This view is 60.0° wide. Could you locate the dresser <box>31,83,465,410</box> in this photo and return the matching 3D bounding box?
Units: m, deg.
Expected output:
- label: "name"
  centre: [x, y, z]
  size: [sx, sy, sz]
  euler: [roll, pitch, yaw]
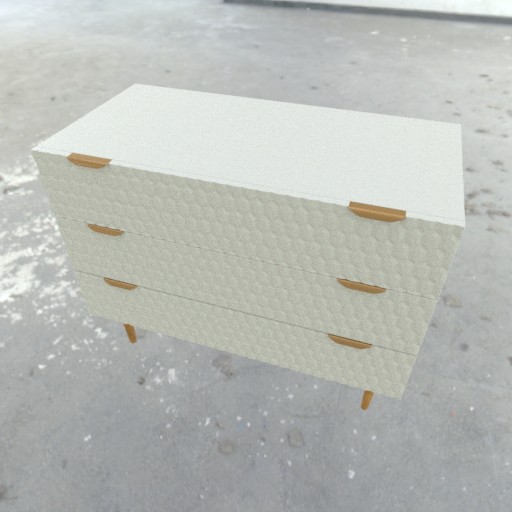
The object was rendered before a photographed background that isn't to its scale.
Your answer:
- label: "dresser"
  centre: [0.000, 0.000, 1.261]
  size: [0.905, 0.721, 0.457]
  euler: [12, 42, 14]
